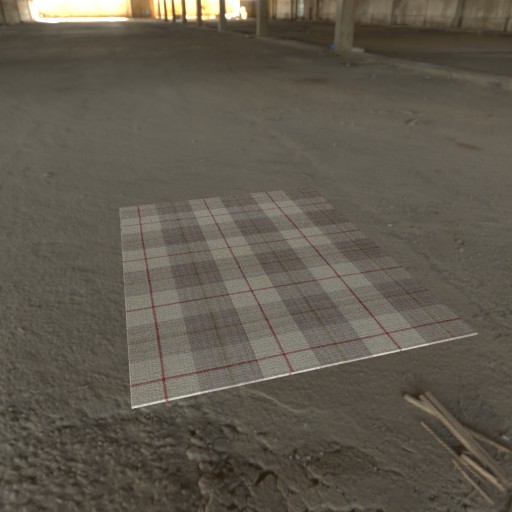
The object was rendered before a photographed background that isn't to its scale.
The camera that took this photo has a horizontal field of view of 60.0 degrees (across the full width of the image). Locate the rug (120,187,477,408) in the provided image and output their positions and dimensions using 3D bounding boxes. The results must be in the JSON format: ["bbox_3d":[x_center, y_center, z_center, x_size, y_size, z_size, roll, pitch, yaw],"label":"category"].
[{"bbox_3d":[0.000,0.000,4.012,2.317,0.016,2.959,-8,30,-14],"label":"rug"}]
